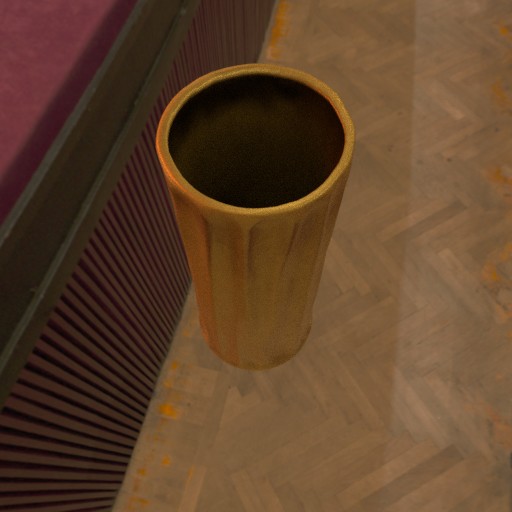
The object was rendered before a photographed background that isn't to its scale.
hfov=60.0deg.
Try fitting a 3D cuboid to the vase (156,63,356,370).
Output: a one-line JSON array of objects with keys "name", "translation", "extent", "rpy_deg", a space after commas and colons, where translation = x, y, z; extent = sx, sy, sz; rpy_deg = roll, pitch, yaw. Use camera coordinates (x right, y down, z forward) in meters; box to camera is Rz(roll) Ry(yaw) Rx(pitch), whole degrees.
[{"name": "vase", "translation": [0.000, 0.000, 0.178], "extent": [0.061, 0.143, 0.061], "rpy_deg": [0, 63, 0]}]
